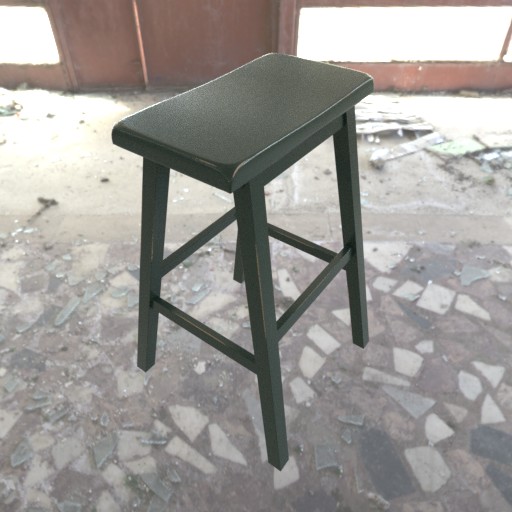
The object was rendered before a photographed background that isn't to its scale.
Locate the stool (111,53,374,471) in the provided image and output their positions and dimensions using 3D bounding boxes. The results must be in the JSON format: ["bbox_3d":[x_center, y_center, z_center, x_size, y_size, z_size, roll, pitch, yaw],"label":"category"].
[{"bbox_3d":[0.000,0.000,1.008,0.476,0.737,0.457,26,48,26],"label":"stool"}]
